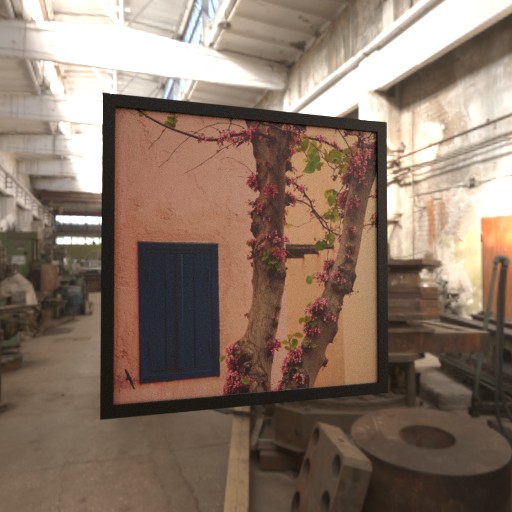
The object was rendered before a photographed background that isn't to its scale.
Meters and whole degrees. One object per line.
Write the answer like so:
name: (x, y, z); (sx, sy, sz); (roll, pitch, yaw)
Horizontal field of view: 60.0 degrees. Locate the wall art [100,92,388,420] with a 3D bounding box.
wall art: (0.000, 0.000, 1.157); (0.762, 0.762, 0.038); (0, -1, -17)
